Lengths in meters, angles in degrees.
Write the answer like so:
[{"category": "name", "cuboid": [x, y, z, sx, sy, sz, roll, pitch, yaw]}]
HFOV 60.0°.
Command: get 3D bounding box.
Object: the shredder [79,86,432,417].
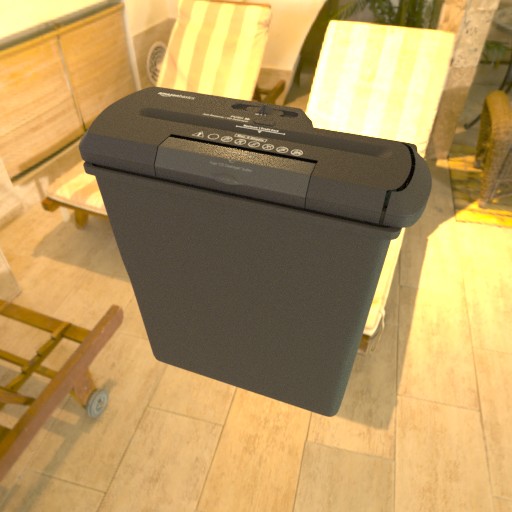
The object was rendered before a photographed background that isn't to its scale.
[{"category": "shredder", "cuboid": [0.000, 0.000, 0.515, 0.320, 0.335, 0.170, 14, 44, 15]}]
